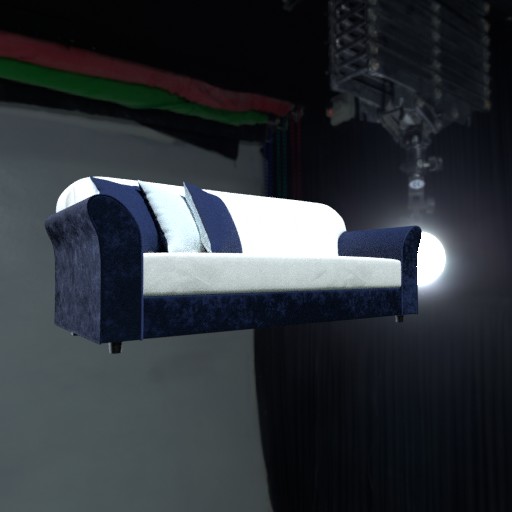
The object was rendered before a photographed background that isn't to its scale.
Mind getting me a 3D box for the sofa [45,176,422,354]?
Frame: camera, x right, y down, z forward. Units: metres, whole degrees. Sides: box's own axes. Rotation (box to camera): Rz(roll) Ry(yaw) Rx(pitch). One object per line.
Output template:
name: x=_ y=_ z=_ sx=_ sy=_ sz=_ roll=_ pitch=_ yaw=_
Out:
sofa: x=0.000 y=0.000 z=2.444 sx=2.006 sy=0.789 sz=0.749 roll=1 pitch=-2 yaw=-36
